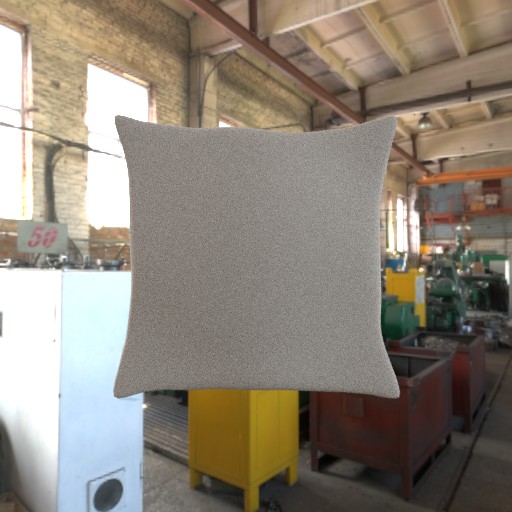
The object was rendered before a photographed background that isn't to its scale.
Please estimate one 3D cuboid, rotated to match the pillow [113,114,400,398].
[{"bbox_3d":[0.000,0.000,0.803,0.514,0.513,0.163,0,-1,0],"label":"pillow"}]
